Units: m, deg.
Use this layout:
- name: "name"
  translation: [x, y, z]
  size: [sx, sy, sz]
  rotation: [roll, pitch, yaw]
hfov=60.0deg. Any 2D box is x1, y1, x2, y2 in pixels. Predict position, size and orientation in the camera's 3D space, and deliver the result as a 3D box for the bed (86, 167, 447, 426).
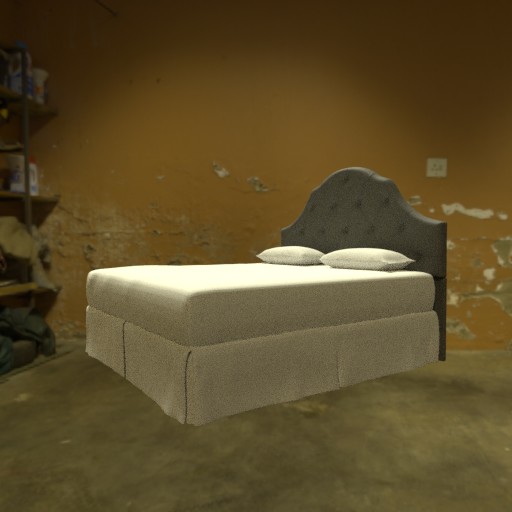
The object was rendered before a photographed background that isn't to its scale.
- name: "bed"
  translation: [0.000, 0.000, 3.556]
  size: [2.214, 1.615, 2.008]
  rotation: [-1, 2, -35]
